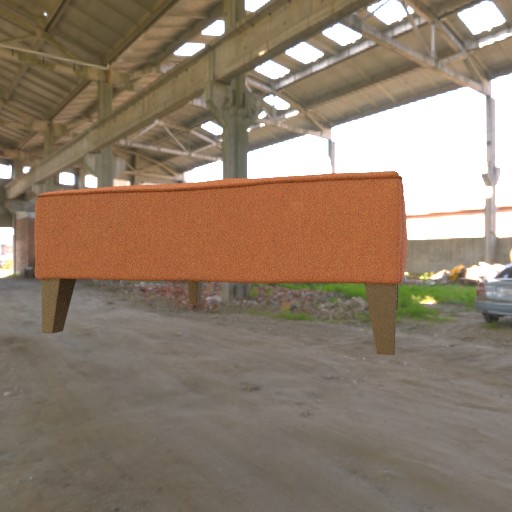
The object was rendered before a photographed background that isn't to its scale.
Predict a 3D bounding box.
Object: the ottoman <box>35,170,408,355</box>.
[{"bbox_3d":[0.000,0.000,1.548,0.999,0.438,0.997,0,-1,18],"label":"ottoman"}]
